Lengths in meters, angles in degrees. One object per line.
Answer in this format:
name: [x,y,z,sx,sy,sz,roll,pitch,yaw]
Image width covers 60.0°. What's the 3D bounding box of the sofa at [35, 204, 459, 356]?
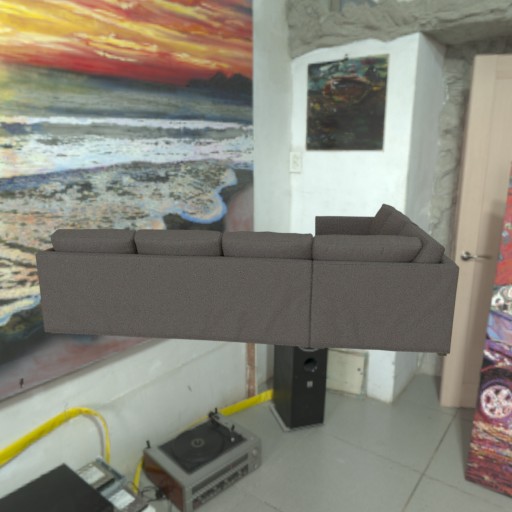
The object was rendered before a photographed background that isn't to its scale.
sofa: [0.000,0.000,4.477,3.182,0.871,2.432,2,13,7]
